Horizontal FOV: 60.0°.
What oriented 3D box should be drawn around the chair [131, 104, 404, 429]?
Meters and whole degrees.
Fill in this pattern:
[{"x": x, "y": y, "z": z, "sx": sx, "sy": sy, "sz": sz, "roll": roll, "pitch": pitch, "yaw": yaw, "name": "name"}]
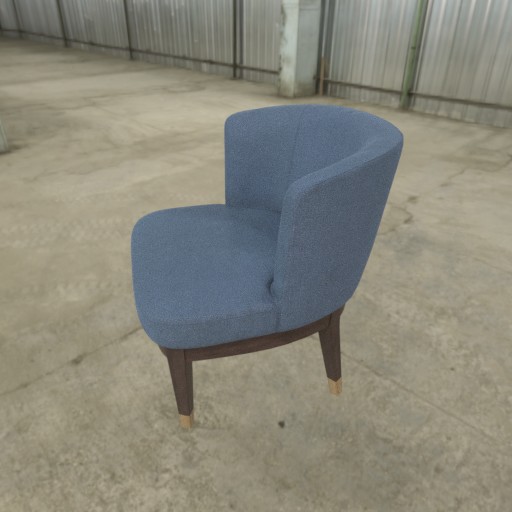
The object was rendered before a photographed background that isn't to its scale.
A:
[{"x": 0.000, "y": 0.000, "z": 1.296, "sx": 0.702, "sy": 0.760, "sz": 0.661, "roll": -8, "pitch": 31, "yaw": -13, "name": "chair"}]
